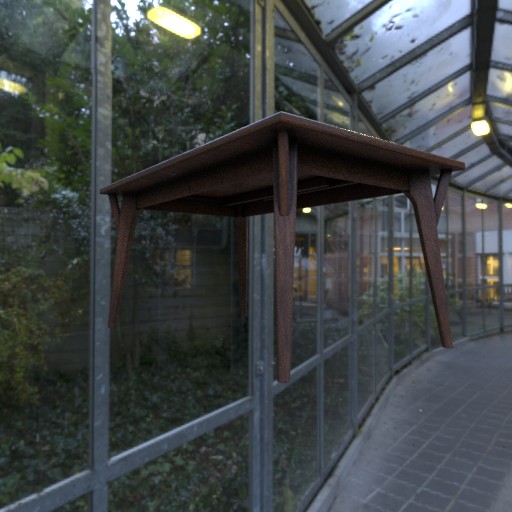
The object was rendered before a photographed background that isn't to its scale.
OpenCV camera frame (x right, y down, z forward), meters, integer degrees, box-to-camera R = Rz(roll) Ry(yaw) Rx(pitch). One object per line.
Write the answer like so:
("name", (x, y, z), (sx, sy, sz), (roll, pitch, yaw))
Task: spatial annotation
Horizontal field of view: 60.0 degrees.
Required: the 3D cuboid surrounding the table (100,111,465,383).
("table", (0.000, 0.000, 2.110), (0.990, 0.761, 1.524), (1, -2, -37))
